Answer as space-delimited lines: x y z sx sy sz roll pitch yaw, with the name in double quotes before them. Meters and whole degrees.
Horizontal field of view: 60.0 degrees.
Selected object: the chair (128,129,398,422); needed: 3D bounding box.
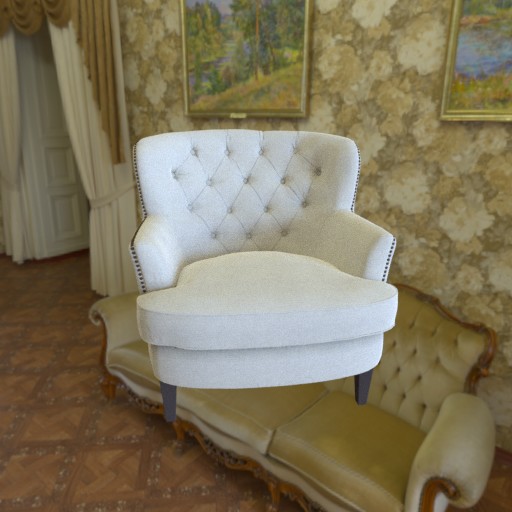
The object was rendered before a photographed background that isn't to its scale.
"chair" 0.000 0.000 1.590 0.848 0.868 0.906 -2 17 -8
